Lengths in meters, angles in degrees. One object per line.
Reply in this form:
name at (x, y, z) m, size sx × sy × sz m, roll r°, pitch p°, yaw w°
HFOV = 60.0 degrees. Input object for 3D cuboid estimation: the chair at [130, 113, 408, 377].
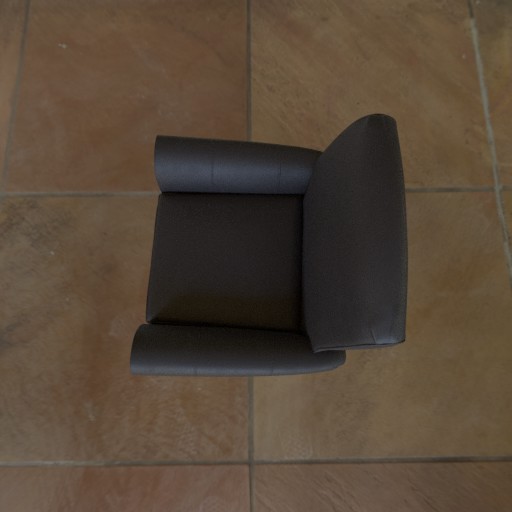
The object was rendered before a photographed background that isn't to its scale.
chair at (0.000, 0.000, 1.806) m, size 0.902 × 1.061 × 0.978 m, roll 2°, pitch 75°, yaw 1°
